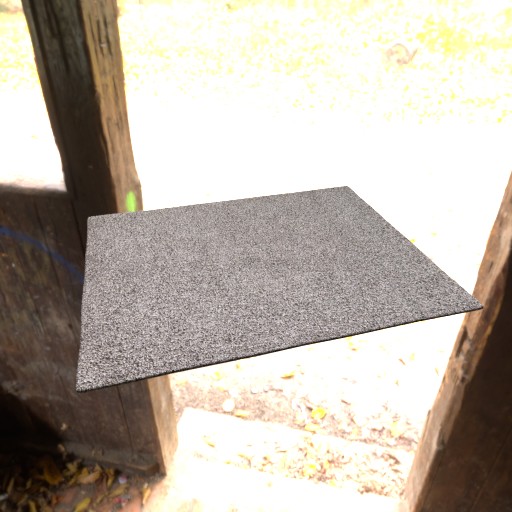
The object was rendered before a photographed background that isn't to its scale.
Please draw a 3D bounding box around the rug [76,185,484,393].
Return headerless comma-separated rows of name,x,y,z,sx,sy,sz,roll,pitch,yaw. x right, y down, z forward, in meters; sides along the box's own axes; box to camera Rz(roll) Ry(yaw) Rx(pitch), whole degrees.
rug,0.000,0.000,4.108,3.047,0.029,2.438,-9,34,-13
